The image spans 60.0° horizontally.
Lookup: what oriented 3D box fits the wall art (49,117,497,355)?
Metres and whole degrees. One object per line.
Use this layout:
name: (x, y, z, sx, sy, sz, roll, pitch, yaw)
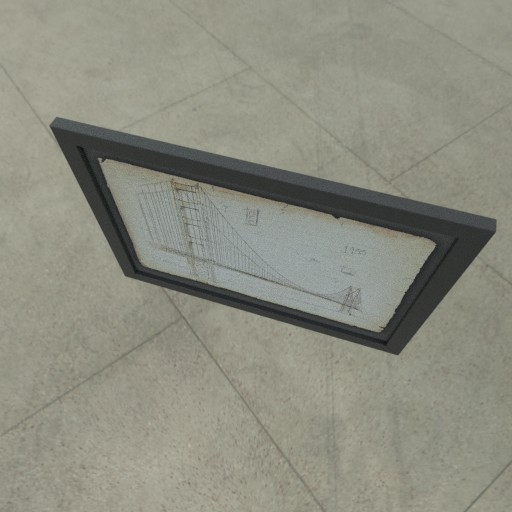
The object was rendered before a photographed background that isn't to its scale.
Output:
wall art: (0.000, 0.000, 0.544, 0.432, 0.306, 0.016, 15, 59, 9)
